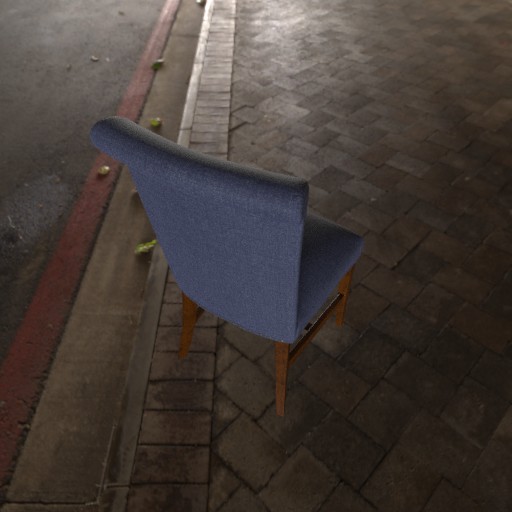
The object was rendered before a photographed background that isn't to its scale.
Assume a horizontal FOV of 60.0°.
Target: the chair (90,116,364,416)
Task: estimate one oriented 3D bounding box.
[{"bbox_3d":[0.000,0.000,1.355,0.513,0.988,0.608,23,49,22],"label":"chair"}]
